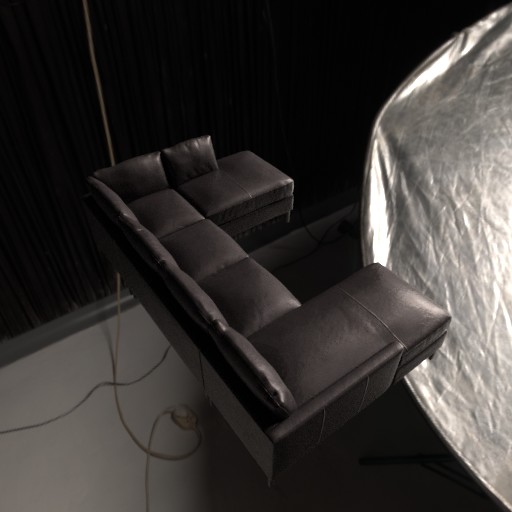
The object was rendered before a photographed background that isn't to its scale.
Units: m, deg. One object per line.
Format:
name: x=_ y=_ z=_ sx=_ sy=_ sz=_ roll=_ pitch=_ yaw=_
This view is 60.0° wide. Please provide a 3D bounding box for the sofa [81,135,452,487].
sofa: x=0.000 y=0.000 z=3.808 sx=1.939 sy=0.900 sz=2.956 roll=-26 pitch=48 yaw=-26
